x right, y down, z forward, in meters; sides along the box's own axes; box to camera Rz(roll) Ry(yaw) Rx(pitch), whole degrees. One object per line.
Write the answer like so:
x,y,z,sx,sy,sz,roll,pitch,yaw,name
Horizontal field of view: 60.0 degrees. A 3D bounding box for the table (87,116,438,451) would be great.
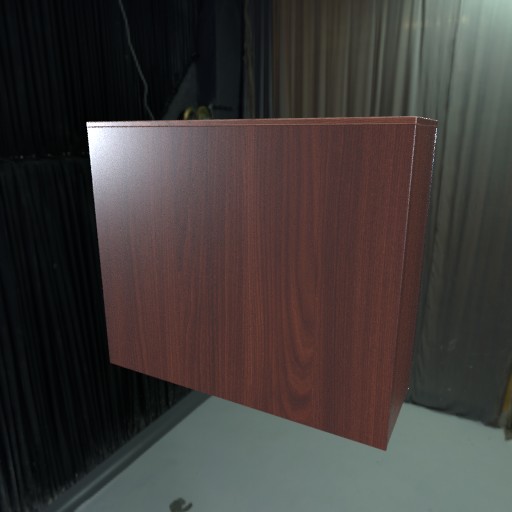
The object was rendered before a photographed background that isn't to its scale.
0.000,0.000,1.360,0.930,0.790,0.380,8,17,27,table
